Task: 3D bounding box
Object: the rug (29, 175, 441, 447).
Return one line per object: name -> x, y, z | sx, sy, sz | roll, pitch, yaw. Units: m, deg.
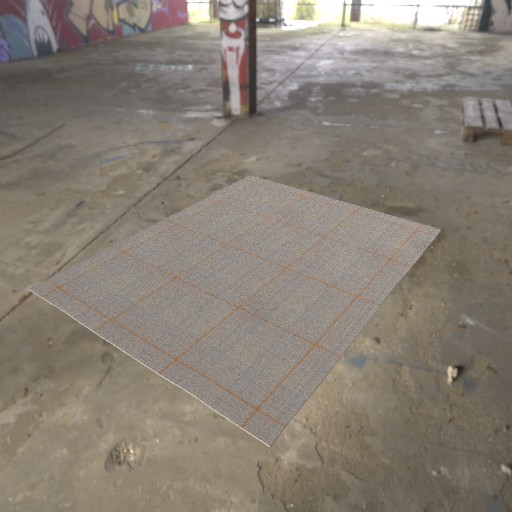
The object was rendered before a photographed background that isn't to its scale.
rug -> 0.000, 0.000, 4.085 | 2.448, 0.021, 3.051 | 22, 38, 30
